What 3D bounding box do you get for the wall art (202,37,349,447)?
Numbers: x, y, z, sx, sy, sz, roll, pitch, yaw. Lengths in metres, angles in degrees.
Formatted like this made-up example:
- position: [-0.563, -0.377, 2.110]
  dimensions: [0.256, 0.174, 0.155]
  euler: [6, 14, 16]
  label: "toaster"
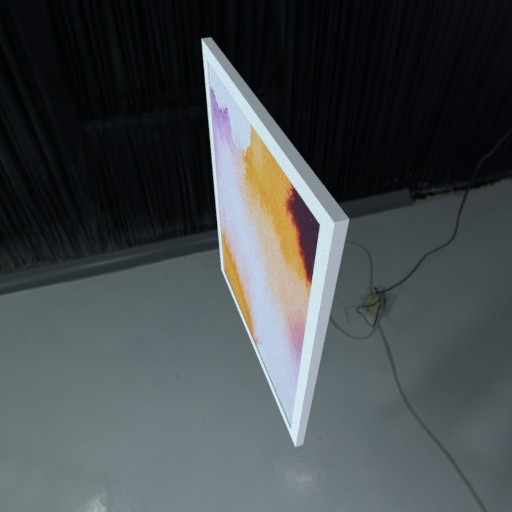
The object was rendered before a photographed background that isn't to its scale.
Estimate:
- position: [0.000, 0.000, 0.626]
  dimensions: [0.013, 0.456, 0.382]
  euler: [-15, 48, -14]
  label: "wall art"
